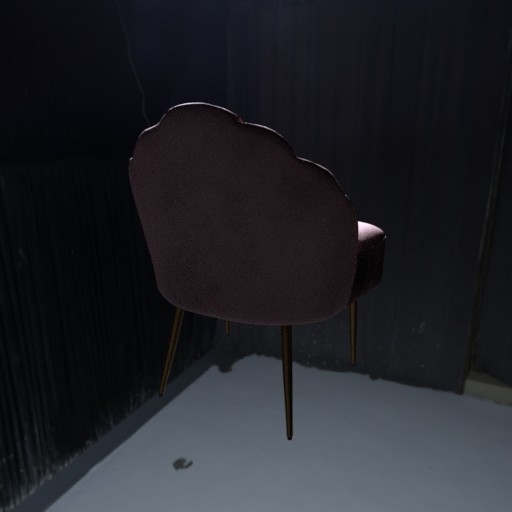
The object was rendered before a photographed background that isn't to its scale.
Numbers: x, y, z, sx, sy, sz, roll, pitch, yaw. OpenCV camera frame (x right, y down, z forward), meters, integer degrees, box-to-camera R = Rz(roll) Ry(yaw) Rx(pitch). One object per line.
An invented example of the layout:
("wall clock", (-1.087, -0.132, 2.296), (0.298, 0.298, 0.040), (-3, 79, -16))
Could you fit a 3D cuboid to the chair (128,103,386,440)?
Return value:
("chair", (0.000, 0.000, 1.302), (0.657, 0.819, 0.599), (8, 17, 27))
